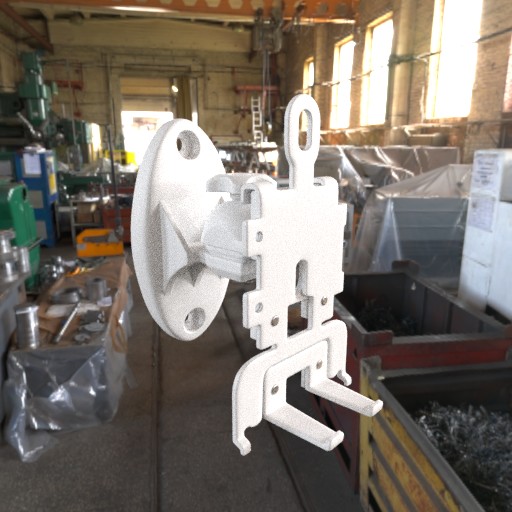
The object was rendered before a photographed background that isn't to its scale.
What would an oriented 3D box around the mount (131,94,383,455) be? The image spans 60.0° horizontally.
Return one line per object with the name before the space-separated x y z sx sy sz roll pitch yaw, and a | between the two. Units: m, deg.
mount | 0.000 0.000 0.176 0.100 0.118 0.066 13 19 43
